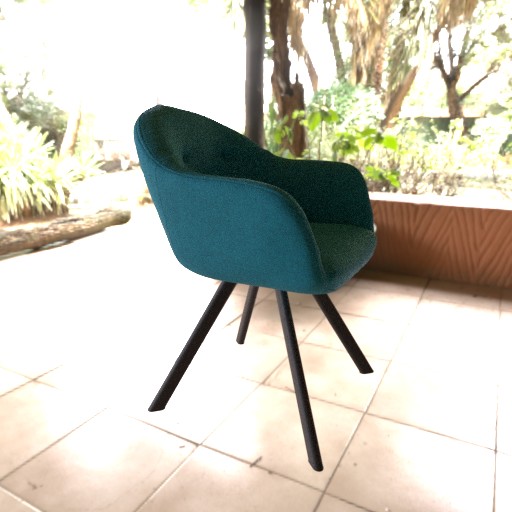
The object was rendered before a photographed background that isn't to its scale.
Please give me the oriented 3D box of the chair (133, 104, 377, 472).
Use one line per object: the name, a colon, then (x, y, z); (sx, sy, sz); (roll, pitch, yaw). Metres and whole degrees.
chair: (0.000, 0.000, 1.175); (0.565, 0.775, 0.545); (8, 17, 27)
